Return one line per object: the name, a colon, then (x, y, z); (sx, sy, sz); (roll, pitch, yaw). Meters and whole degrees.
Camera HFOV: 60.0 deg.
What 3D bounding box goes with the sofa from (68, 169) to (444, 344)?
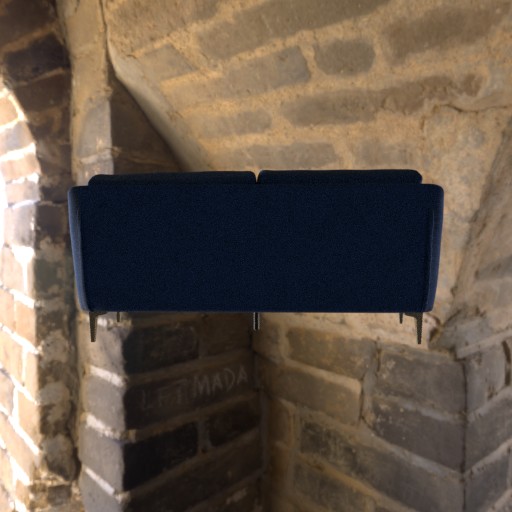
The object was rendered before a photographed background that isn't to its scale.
sofa: (0.000, 0.000, 2.594); (2.036, 0.903, 0.960); (0, 0, 2)
